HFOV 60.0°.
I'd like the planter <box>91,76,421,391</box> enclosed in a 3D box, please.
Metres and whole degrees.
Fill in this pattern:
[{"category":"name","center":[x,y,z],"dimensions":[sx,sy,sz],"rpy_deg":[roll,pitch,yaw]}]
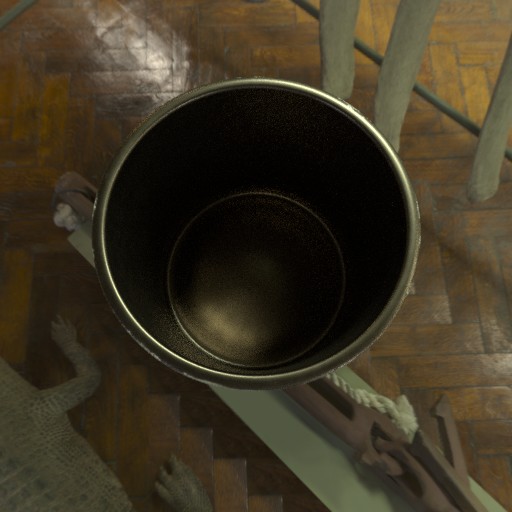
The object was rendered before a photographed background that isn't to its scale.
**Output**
[{"category":"planter","center":[0.000,0.000,0.387],"dimensions":[0.221,0.201,0.221],"rpy_deg":[0,76,0]}]
